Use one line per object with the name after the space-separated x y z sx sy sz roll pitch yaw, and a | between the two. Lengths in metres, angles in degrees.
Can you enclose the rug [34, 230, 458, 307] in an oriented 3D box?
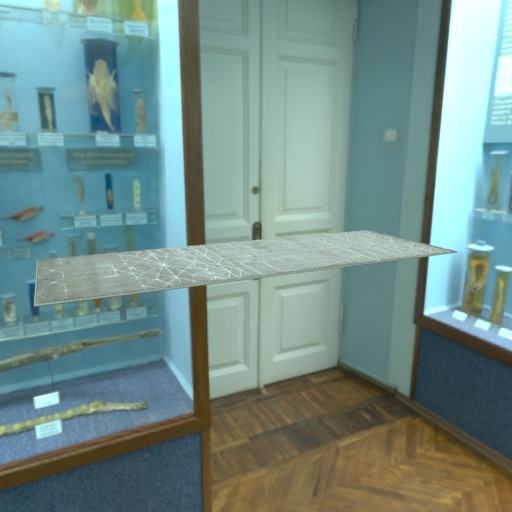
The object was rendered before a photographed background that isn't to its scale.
0.000 0.000 2.669 2.388 0.012 0.864 -6 14 -24 | rug
